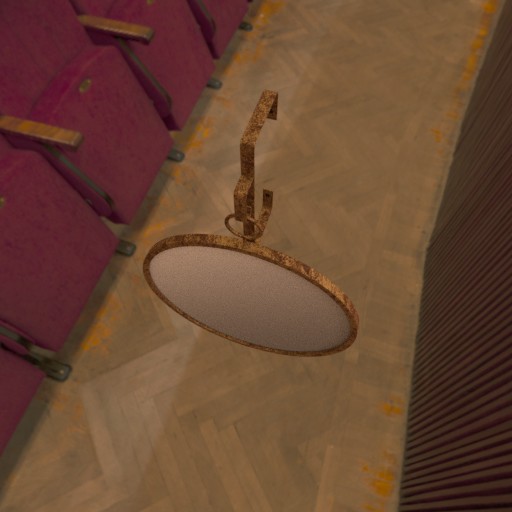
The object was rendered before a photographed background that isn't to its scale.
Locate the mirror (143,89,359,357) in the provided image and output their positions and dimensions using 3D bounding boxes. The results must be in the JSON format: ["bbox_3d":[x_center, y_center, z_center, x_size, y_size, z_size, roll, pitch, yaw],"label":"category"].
[{"bbox_3d":[0.000,0.000,0.844,0.447,0.651,0.144,15,60,9],"label":"mirror"}]
